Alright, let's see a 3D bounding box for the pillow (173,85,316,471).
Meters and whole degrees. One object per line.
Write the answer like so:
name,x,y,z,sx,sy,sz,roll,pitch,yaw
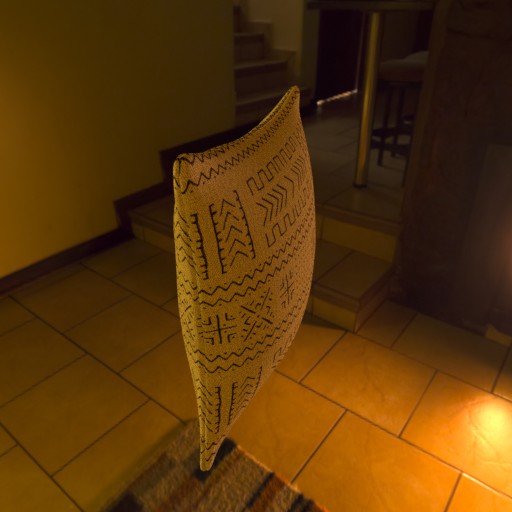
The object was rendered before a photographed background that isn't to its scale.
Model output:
pillow,0.000,0.000,0.663,0.164,0.430,0.438,9,31,16
